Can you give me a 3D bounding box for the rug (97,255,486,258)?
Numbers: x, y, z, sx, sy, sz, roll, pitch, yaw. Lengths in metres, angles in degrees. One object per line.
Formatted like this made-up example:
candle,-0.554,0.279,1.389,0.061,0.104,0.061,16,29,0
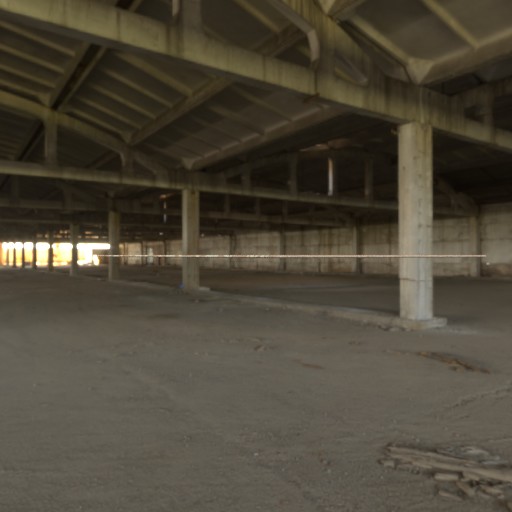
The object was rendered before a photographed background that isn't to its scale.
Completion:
rug,0.000,0.000,3.097,1.526,0.011,2.435,0,0,-35
